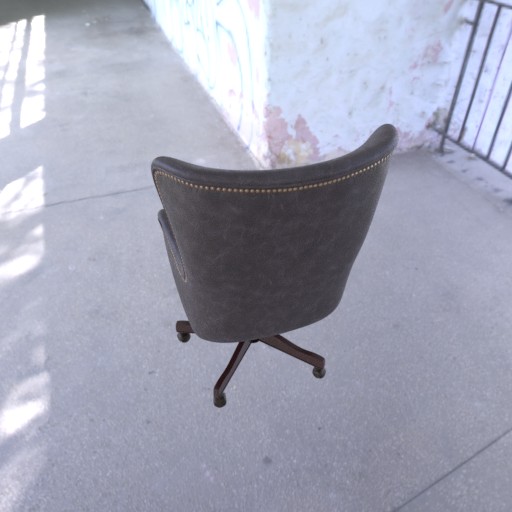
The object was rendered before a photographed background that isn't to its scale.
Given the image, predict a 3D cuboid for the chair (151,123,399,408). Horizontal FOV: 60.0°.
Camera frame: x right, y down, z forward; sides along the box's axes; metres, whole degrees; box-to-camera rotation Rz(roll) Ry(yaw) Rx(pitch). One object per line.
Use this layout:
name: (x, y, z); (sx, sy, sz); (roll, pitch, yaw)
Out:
chair: (0.000, 0.000, 1.473); (0.594, 1.037, 0.717); (-12, 42, -13)
